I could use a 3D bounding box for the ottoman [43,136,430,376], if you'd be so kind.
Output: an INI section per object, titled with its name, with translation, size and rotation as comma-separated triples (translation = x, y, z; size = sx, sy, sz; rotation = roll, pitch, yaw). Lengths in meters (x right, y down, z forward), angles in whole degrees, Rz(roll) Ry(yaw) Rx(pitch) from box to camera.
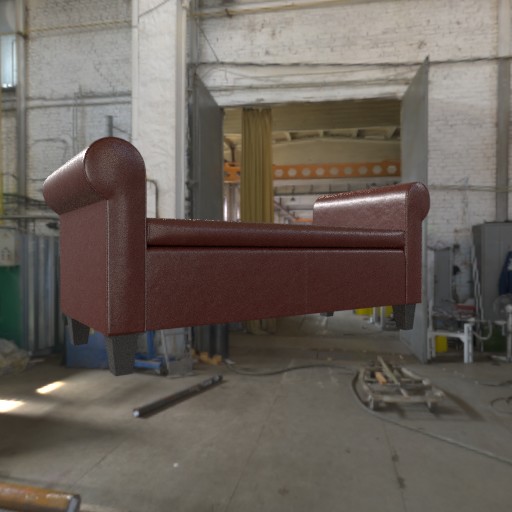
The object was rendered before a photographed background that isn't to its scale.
[ottoman]
translation = 0.000, 0.000, 1.521
size = 1.256, 0.547, 0.521
rotation = 0, 1, -35
